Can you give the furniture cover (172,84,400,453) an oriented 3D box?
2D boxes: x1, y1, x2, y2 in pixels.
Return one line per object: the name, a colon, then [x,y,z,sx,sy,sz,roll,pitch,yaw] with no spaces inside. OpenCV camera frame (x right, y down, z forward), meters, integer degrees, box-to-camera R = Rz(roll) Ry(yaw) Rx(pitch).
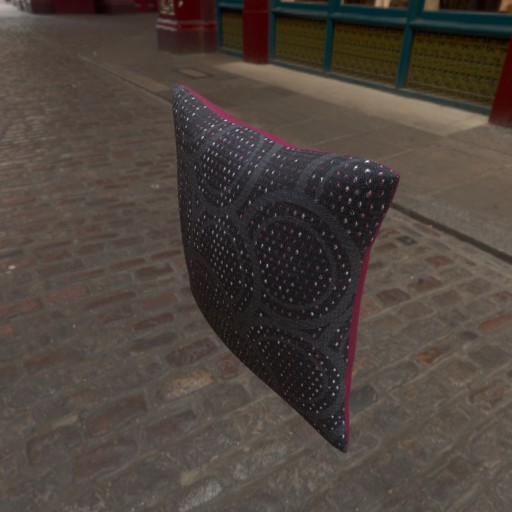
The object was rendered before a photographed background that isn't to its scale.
furniture cover: [0.000,0.000,0.808,0.193,0.509,0.552,-20,38,-28]
